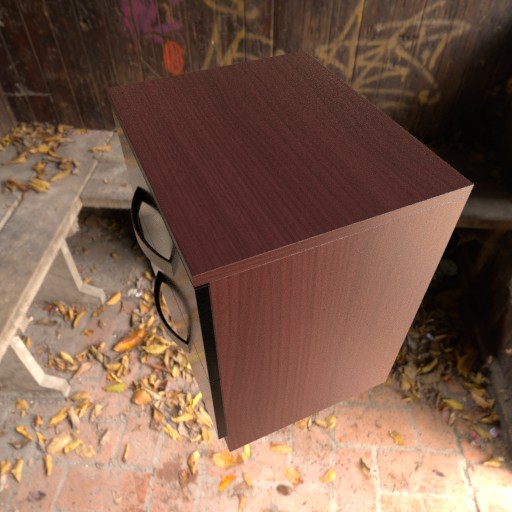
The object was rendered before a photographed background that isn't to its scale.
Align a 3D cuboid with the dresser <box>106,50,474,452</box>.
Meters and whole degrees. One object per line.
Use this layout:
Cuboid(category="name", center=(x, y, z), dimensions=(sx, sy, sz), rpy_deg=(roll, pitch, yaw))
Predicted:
Cuboid(category="dresser", center=(0.000, 0.000, 0.746), dimensions=(0.360, 0.470, 0.400), rpy_deg=(-18, 50, -16))
